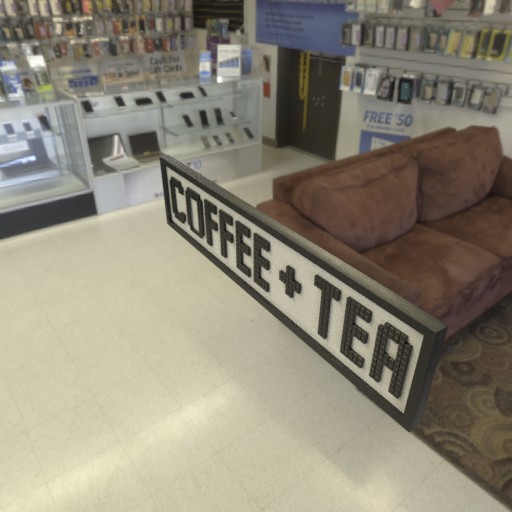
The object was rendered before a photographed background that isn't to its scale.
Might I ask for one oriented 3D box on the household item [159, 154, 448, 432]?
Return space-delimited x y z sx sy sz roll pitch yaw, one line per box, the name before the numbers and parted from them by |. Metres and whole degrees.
household item | 0.000 0.000 1.094 0.030 0.236 1.001 -20 37 -29
